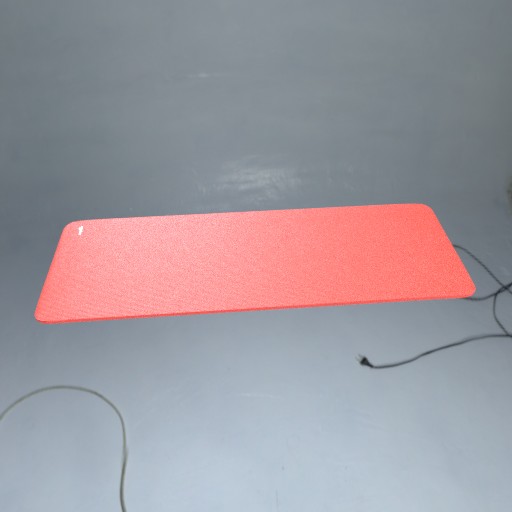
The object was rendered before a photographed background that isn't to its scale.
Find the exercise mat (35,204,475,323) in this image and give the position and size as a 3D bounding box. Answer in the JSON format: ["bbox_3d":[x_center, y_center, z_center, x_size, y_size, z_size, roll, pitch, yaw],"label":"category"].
[{"bbox_3d":[0.000,0.000,2.056,1.869,0.021,0.616,-3,46,-3],"label":"exercise mat"}]
